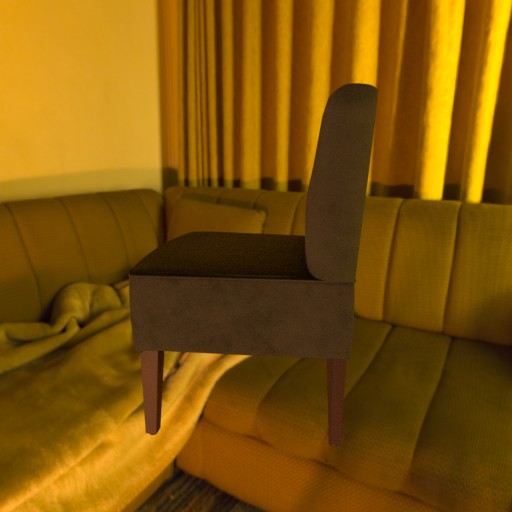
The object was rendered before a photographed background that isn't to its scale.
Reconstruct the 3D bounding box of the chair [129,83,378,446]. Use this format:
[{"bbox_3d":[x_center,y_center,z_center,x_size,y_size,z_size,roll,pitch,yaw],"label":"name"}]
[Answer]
[{"bbox_3d":[0.000,0.000,1.172,0.554,0.806,0.521,2,14,9],"label":"chair"}]
